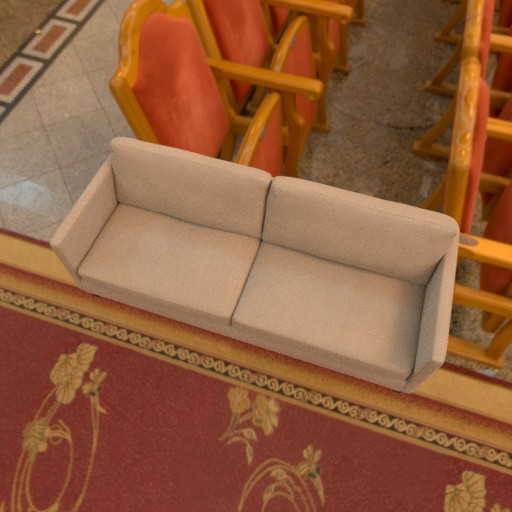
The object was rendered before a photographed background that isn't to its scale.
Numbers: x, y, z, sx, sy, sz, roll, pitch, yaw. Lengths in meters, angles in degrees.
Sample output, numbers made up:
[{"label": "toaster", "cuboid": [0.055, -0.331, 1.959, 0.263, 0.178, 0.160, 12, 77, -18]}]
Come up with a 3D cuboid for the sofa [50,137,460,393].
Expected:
[{"label": "sofa", "cuboid": [0.000, 0.000, 2.943, 2.404, 0.912, 0.988, 16, 59, 10]}]
